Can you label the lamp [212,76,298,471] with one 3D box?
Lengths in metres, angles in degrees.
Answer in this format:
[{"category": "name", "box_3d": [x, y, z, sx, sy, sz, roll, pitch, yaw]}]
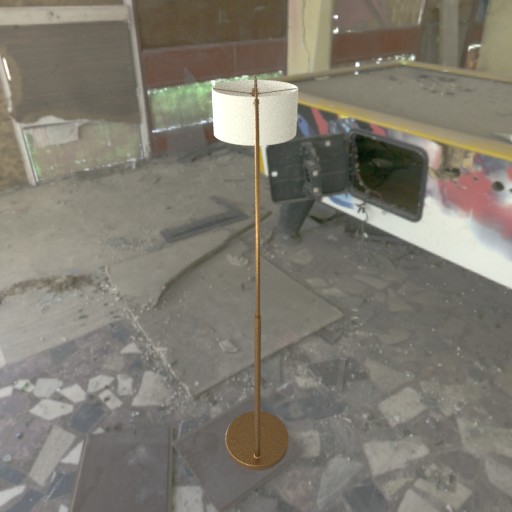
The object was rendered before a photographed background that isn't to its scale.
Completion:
[{"category": "lamp", "box_3d": [0.000, 0.000, 2.574, 0.493, 1.927, 1.434, 0, 31, -1]}]
